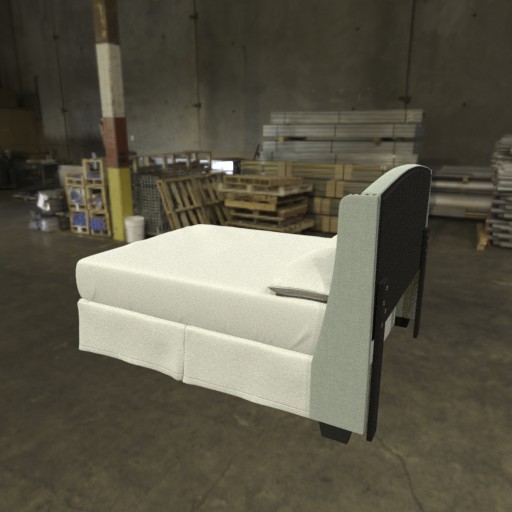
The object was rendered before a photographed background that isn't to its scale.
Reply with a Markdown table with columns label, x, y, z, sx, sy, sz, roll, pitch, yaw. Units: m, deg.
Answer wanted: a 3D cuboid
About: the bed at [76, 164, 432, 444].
| label | x | y | z | sx | sy | sz | roll | pitch | yaw |
| --- | --- | --- | --- | --- | --- | --- | --- | --- | --- |
| bed | 0.000 | 0.000 | 3.350 | 2.237 | 1.407 | 1.710 | 8 | 17 | 27 |
